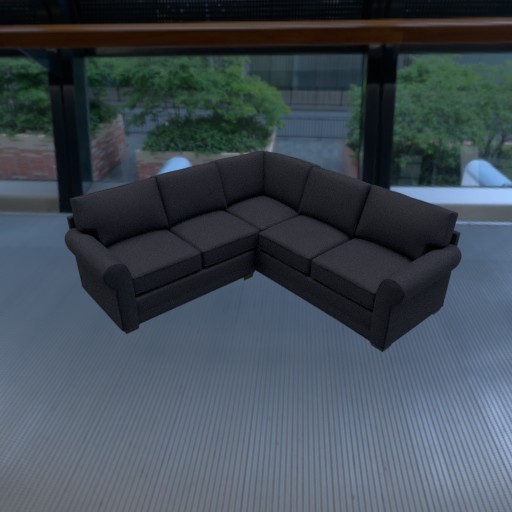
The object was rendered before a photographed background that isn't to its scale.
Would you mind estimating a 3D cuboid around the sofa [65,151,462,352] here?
[{"bbox_3d":[0.000,0.000,3.919,2.487,1.042,2.562,-23,37,-34],"label":"sofa"}]
